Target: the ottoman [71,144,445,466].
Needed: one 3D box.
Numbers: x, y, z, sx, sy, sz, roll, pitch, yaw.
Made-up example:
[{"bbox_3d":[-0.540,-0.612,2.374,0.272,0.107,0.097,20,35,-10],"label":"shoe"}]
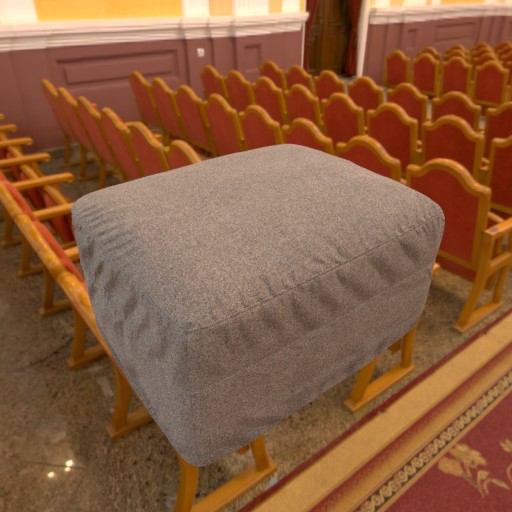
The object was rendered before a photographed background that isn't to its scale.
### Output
[{"bbox_3d":[0.000,0.000,1.253,0.837,0.481,0.683,-22,38,-31],"label":"ottoman"}]
